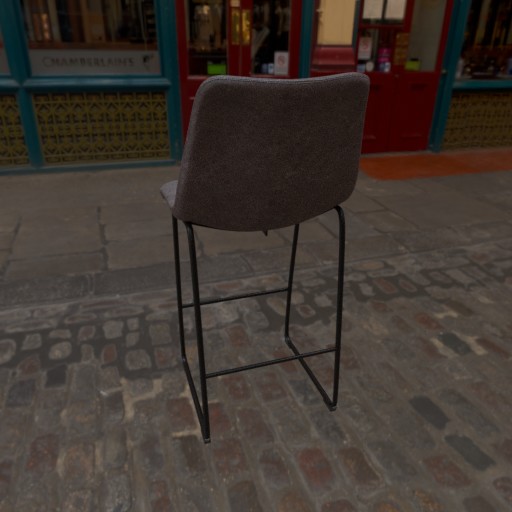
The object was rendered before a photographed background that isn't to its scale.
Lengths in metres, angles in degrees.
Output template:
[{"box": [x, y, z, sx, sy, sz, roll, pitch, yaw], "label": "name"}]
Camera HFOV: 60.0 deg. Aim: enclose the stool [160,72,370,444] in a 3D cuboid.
[{"box": [0.000, 0.000, 1.388, 0.514, 1.082, 0.561, -8, 26, -16], "label": "stool"}]
